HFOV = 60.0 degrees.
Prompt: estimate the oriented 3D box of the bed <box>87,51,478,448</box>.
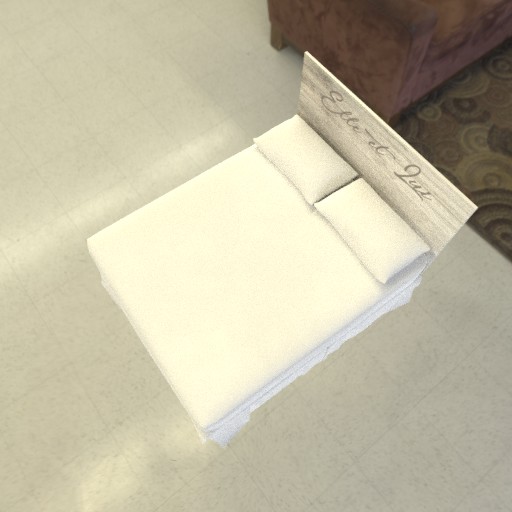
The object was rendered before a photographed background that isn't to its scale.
[{"bbox_3d":[0.000,0.000,3.187,2.094,1.335,1.745,-33,69,-15],"label":"bed"}]
